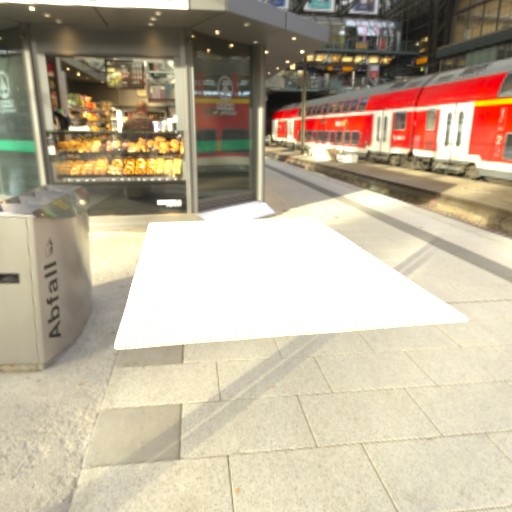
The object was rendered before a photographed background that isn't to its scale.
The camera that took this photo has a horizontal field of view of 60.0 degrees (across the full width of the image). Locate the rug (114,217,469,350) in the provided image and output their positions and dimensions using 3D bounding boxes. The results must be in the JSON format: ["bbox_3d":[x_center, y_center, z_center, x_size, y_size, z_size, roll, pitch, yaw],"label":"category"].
[{"bbox_3d":[0.000,0.000,3.443,1.778,0.030,2.743,-3,16,-9],"label":"rug"}]
